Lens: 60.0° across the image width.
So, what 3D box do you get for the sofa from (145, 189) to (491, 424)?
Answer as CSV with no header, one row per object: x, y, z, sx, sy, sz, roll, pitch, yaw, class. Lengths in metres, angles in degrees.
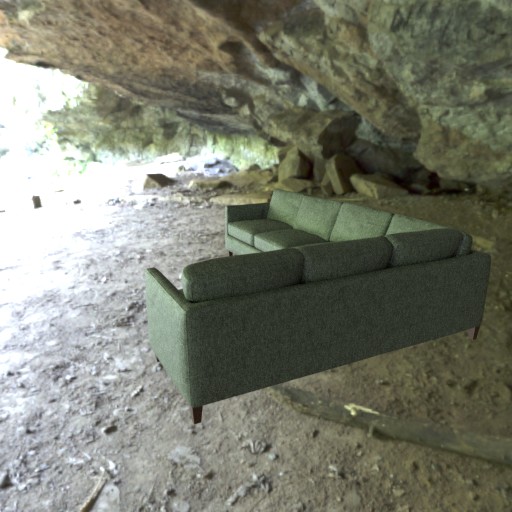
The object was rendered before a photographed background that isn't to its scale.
0.000,0.000,4.411,2.593,0.947,3.302,-8,17,-26,sofa
